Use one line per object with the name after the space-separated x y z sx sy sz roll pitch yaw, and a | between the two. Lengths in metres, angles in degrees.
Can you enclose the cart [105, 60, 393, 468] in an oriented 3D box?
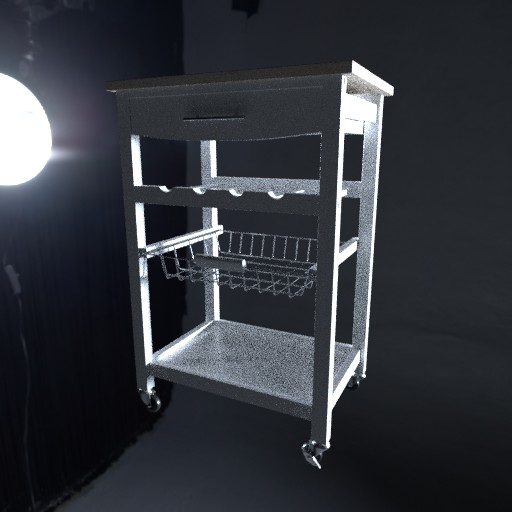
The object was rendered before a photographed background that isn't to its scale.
0.000 0.000 1.177 0.578 0.857 0.406 7 15 26 | cart
